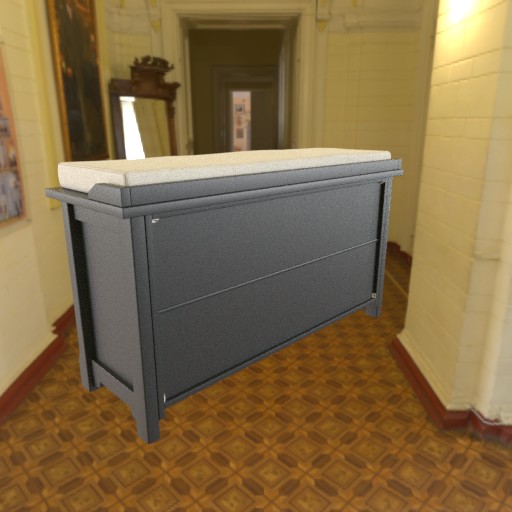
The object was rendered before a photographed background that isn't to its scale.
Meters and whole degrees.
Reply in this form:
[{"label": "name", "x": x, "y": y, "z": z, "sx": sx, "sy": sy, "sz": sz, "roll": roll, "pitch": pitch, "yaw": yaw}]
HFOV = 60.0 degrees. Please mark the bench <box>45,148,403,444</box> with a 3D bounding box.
[{"label": "bench", "x": 0.000, "y": 0.000, "z": 1.252, "sx": 0.973, "sy": 0.561, "sz": 0.345, "roll": -16, "pitch": 23, "yaw": -42}]
